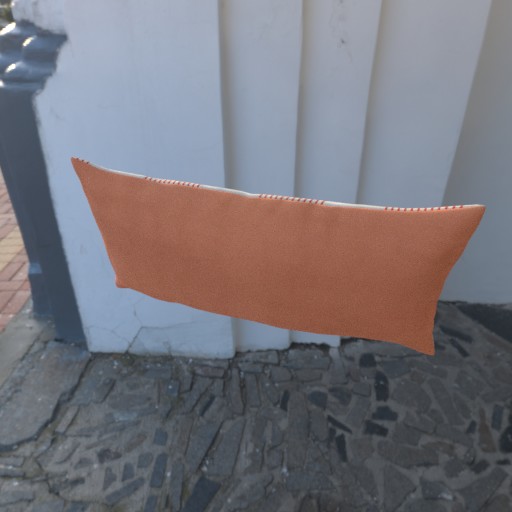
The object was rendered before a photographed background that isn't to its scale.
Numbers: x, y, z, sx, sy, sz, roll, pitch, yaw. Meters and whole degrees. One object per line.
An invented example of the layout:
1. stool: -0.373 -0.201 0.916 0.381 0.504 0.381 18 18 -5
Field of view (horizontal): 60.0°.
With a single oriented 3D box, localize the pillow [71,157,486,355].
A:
1. pillow: 0.000 0.000 0.719 0.608 0.292 0.156 10 32 16
